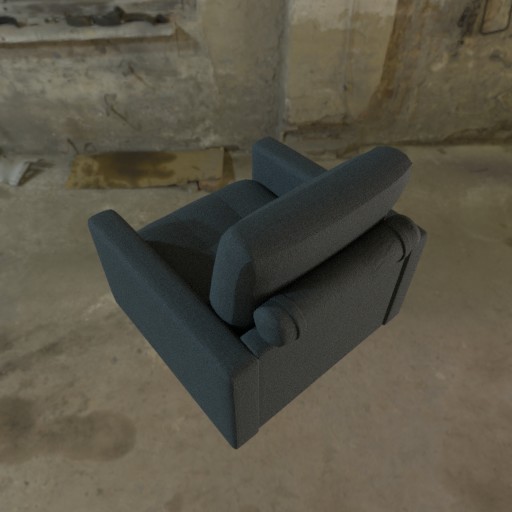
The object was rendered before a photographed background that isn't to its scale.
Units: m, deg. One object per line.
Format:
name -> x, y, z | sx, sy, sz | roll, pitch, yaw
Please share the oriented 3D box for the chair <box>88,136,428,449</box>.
chair -> 0.000, 0.000, 1.528 | 0.821, 0.880, 0.843 | -31, 53, -27
